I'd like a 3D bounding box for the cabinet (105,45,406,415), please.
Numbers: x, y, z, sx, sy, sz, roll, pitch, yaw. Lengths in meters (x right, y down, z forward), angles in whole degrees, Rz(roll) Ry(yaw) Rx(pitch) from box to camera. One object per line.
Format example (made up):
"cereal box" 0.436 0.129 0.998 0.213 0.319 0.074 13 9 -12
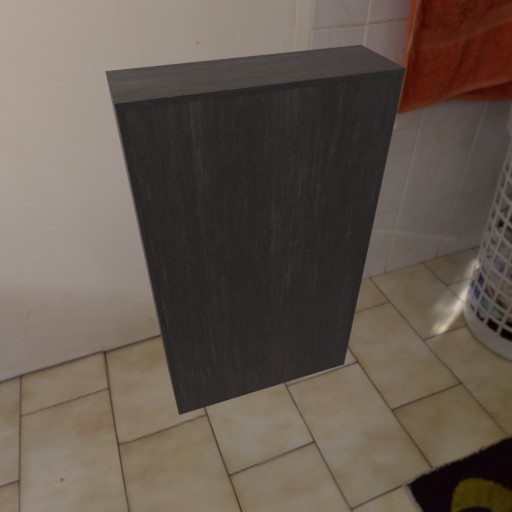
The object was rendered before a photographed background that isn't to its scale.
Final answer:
"cabinet" 0.000 0.000 1.573 0.750 1.280 0.250 -13 42 -15
